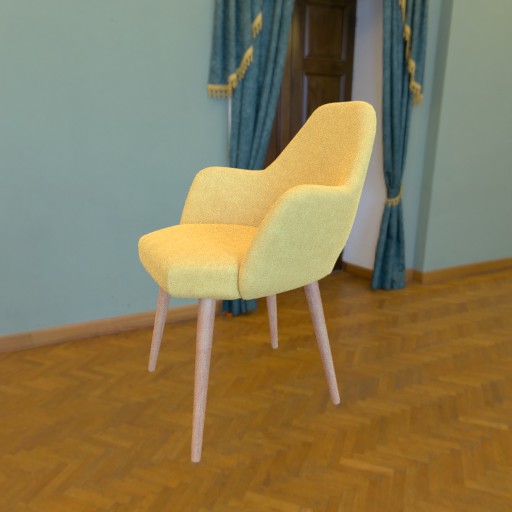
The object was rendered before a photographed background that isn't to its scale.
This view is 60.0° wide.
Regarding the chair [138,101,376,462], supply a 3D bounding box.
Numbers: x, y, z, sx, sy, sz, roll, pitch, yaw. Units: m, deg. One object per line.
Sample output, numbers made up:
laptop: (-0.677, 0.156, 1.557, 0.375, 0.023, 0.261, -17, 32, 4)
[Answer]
chair: (0.000, 0.000, 1.259, 0.610, 0.840, 0.590, -8, 18, -25)
